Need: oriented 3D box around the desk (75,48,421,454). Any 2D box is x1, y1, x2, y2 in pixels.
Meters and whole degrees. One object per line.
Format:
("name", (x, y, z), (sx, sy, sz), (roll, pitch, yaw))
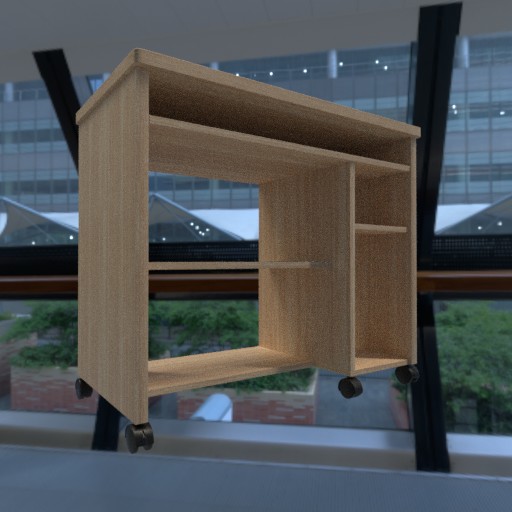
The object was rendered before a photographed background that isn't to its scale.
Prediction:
("desk", (0.000, 0.000, 1.271), (0.884, 0.770, 0.480), (0, -1, -35))
